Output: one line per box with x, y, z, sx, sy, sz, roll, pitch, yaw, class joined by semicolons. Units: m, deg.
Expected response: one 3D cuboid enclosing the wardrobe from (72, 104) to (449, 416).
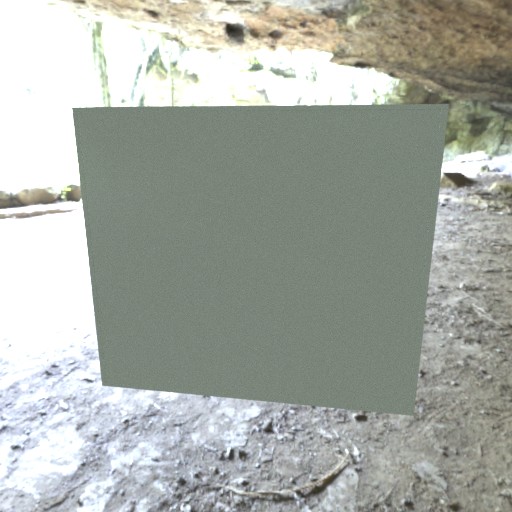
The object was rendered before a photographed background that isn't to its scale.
0.000;0.000;1.891;1.340;1.200;0.360;3;16;9;wardrobe
